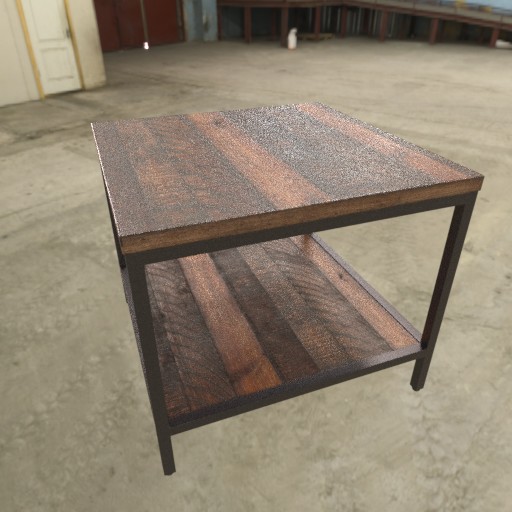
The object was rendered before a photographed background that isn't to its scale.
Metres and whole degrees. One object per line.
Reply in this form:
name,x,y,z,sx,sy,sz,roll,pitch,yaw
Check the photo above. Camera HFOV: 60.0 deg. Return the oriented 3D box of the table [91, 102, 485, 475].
table,0.000,0.000,0.947,0.553,0.482,0.548,-11,33,-18
